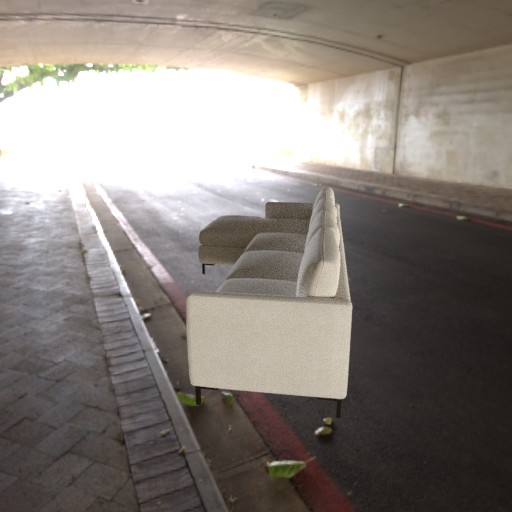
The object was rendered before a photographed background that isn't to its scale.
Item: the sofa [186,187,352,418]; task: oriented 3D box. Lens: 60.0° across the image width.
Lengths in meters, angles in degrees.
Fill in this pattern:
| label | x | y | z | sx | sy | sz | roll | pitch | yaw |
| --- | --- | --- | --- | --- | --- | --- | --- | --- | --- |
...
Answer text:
| label | x | y | z | sx | sy | sz | roll | pitch | yaw |
| --- | --- | --- | --- | --- | --- | --- | --- | --- | --- |
| sofa | 0.000 | 0.000 | 3.823 | 1.467 | 0.875 | 3.186 | 2 | 16 | 9 |
